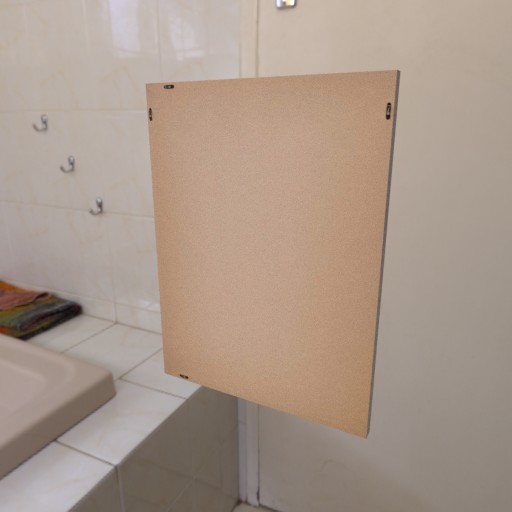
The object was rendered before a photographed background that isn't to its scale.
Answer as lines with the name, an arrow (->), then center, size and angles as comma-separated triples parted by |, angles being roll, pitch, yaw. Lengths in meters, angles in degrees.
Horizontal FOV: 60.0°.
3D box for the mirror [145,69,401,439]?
mirror -> 0.000, 0.000, 1.357 | 0.762, 1.016, 0.041 | 9, 19, 27
